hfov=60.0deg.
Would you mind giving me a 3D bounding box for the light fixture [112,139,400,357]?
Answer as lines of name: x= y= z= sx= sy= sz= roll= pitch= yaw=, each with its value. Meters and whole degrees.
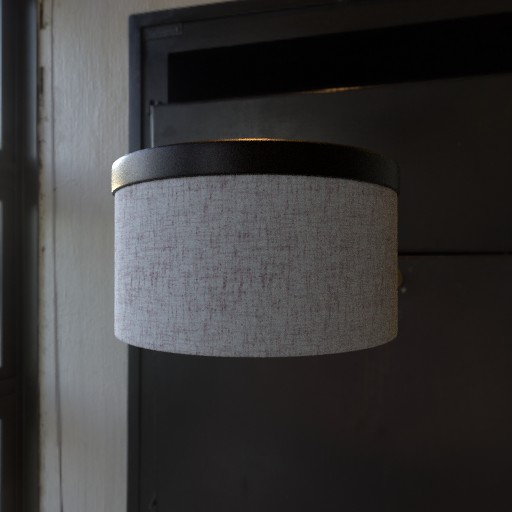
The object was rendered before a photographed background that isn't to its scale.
light fixture: x=0.000 y=0.000 z=0.628 sx=0.389 sy=0.229 sz=0.389 roll=0 pitch=0 yaw=0
